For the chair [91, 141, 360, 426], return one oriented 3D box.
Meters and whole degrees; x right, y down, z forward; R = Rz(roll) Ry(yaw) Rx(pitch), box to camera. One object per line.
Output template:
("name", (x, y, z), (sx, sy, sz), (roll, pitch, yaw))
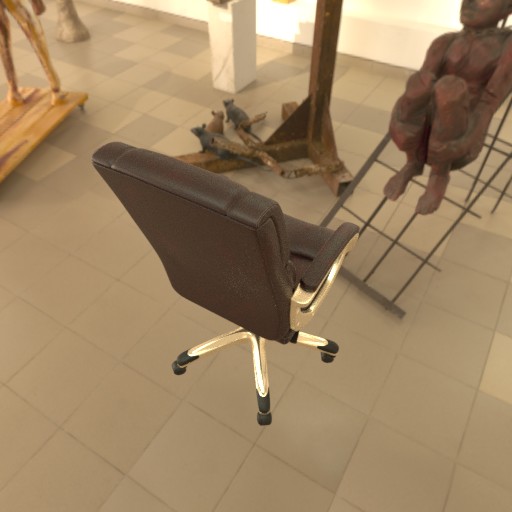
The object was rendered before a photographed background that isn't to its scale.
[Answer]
("chair", (0.000, 0.000, 1.523), (0.662, 1.107, 0.739), (24, 51, 21))
